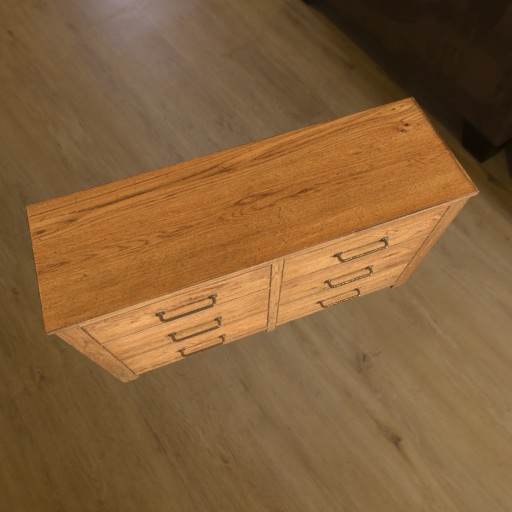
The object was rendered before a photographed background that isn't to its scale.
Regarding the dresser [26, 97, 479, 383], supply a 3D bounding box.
[{"bbox_3d":[0.000,0.000,2.103,1.657,0.932,0.563,-18,65,-9],"label":"dresser"}]
